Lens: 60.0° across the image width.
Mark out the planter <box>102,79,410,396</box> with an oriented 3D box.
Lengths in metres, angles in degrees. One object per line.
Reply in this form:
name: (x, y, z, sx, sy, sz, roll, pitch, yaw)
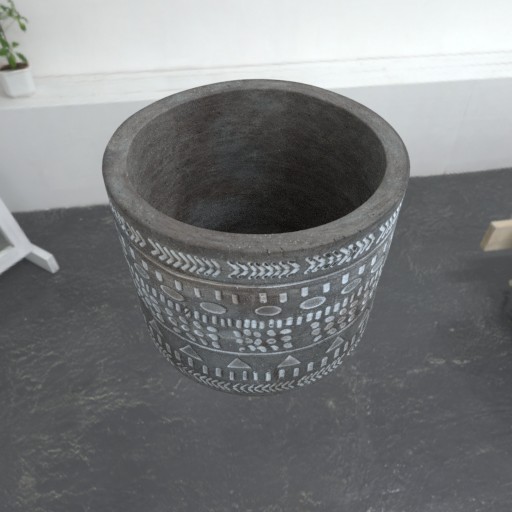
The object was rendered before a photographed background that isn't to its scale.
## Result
planter: (0.000, 0.000, 0.260, 0.142, 0.149, 0.142, 0, 46, 0)
